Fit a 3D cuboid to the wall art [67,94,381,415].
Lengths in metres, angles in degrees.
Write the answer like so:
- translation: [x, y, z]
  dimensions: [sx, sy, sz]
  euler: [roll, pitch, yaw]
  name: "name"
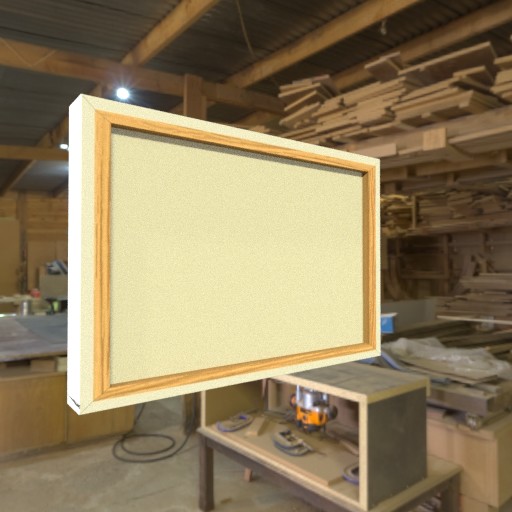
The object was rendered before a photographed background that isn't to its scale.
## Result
- translation: [0.000, 0.000, 0.486]
  dimensions: [0.381, 0.259, 0.038]
  euler: [1, -1, -37]
  name: "wall art"
